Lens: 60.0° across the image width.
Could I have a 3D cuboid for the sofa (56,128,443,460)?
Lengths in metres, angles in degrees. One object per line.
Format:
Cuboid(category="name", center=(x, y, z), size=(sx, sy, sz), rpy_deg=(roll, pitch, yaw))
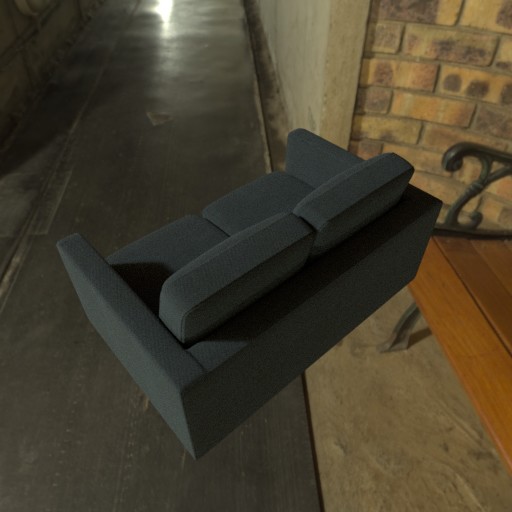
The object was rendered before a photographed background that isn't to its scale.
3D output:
Cuboid(category="sofa", center=(0.000, 0.000, 2.192), size=(1.518, 0.930, 0.999), rpy_deg=(-32, 53, -28))
